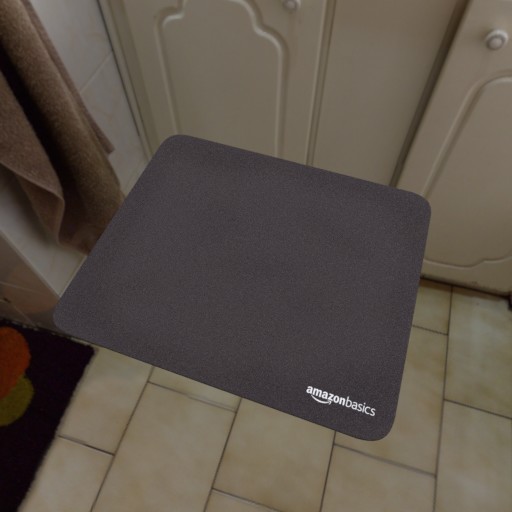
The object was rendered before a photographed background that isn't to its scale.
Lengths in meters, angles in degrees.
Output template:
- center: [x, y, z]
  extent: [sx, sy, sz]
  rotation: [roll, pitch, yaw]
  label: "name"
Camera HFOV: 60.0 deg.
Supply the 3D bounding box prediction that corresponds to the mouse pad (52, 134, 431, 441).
- center: [0.000, 0.000, 0.441]
  extent: [0.315, 0.002, 0.269]
  rotation: [17, 59, 10]
  label: "mouse pad"
